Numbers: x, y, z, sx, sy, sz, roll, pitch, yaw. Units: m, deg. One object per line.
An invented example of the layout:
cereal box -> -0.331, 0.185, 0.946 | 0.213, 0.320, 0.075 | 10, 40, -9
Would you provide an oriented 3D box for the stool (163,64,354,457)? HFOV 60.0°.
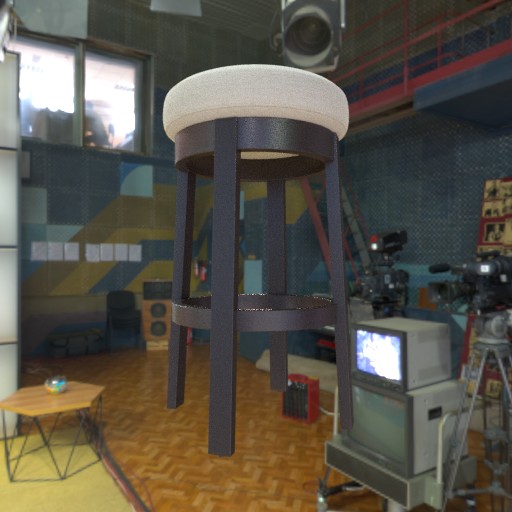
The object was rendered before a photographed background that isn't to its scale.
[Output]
stool -> 0.000, 0.000, 1.041 | 0.446, 0.758, 0.446 | 0, 0, 0
